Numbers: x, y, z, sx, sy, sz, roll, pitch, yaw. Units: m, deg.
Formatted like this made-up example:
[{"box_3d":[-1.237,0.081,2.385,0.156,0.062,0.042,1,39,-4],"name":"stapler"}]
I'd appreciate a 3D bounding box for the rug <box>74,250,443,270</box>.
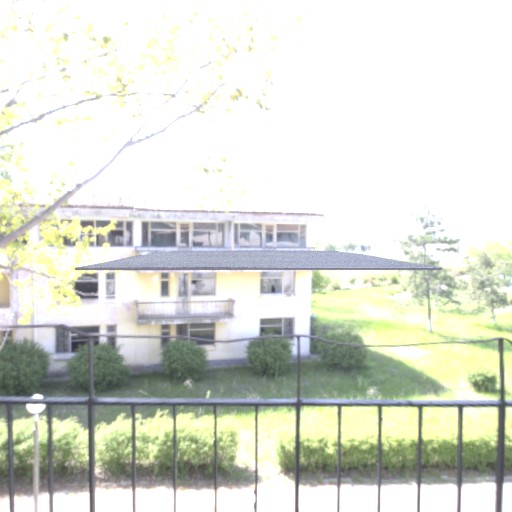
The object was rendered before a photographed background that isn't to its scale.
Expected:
[{"box_3d":[0.000,0.000,2.275,1.159,0.021,1.789,0,2,0],"name":"rug"}]
